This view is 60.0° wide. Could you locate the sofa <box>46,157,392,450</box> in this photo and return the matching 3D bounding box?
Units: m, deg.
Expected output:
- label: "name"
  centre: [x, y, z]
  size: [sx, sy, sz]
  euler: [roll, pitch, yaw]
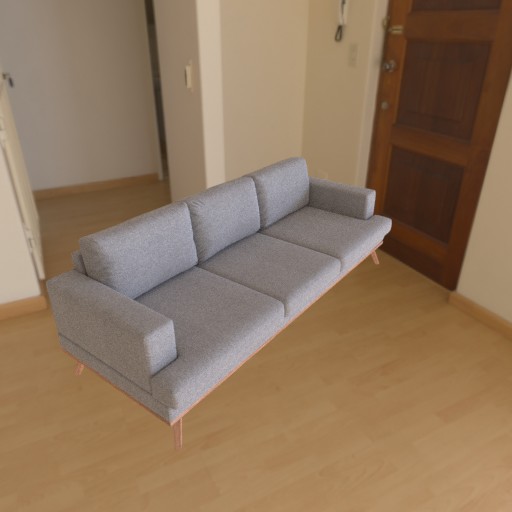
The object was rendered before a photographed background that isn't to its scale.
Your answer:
- label: "sofa"
  centre: [0.000, 0.000, 2.853]
  size: [0.920, 0.810, 2.310]
  euler: [19, 33, 32]
